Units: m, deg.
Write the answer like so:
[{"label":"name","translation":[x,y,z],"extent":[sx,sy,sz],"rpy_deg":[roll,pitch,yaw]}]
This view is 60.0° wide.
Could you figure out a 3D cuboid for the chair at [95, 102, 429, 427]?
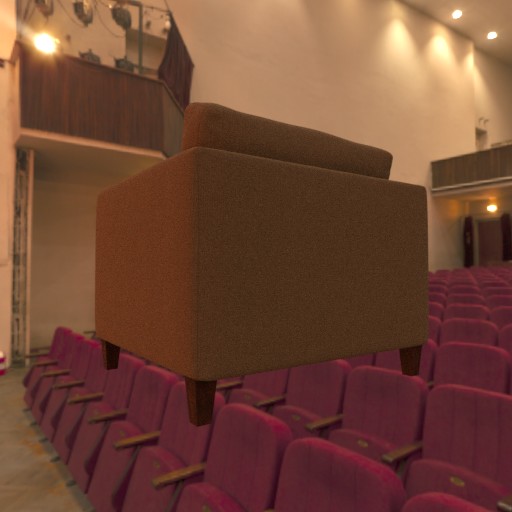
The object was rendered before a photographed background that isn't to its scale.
[{"label":"chair","translation":[0.000,0.000,1.868],"extent":[1.107,0.963,0.959],"rpy_deg":[1,-2,-35]}]
